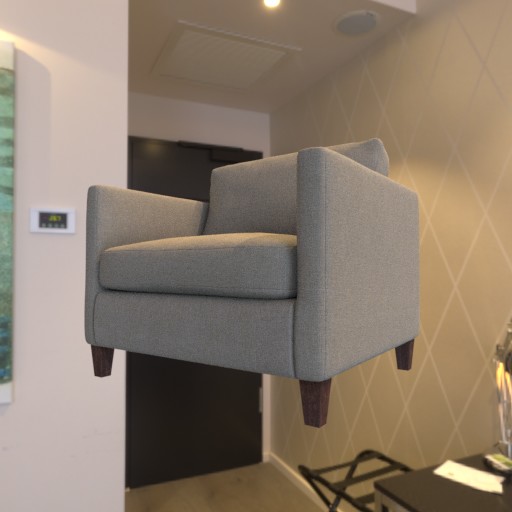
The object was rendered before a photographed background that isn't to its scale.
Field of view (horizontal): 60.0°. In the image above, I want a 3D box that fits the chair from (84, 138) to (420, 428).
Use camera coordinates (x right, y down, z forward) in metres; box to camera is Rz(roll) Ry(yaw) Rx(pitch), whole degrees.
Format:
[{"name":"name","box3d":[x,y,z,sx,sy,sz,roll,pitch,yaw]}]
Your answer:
[{"name":"chair","box3d":[0.000,0.000,1.845,1.107,0.963,0.959,-1,-2,35]}]
